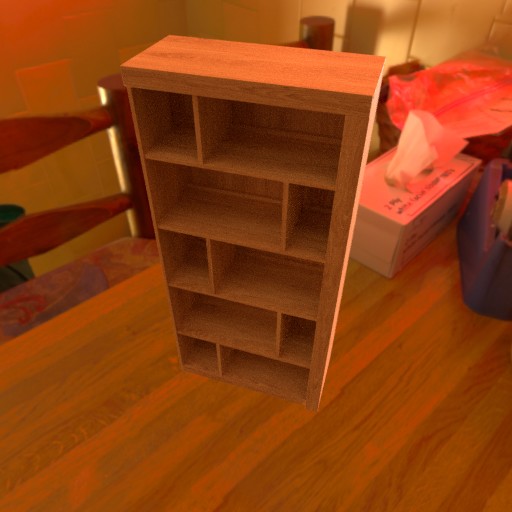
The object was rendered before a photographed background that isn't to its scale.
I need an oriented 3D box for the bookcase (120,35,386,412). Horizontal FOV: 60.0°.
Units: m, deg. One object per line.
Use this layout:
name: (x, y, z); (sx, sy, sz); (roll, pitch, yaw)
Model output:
bookcase: (0.000, 0.000, 2.387); (0.950, 2.020, 0.420); (12, 43, 13)
